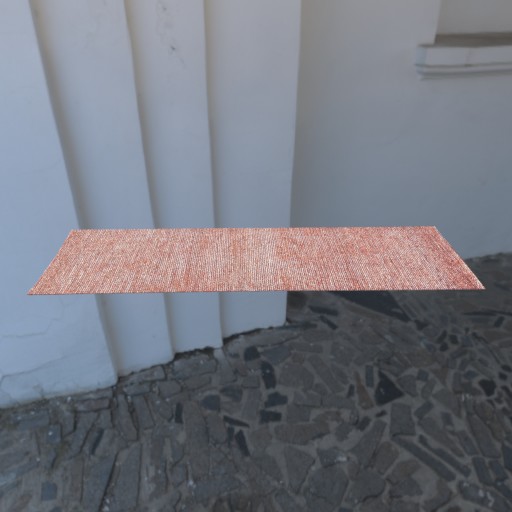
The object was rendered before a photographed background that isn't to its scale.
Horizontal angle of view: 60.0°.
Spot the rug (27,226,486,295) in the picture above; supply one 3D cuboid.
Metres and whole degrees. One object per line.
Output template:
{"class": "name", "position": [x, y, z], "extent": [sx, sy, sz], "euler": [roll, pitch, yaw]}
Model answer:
{"class": "rug", "position": [0.000, 0.000, 2.559], "extent": [2.353, 0.013, 0.718], "euler": [-1, 30, -1]}
